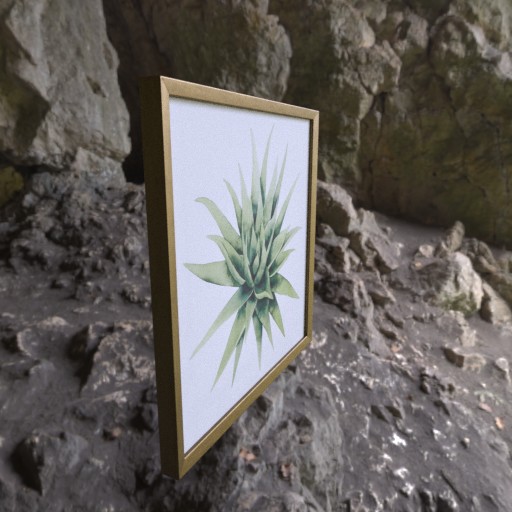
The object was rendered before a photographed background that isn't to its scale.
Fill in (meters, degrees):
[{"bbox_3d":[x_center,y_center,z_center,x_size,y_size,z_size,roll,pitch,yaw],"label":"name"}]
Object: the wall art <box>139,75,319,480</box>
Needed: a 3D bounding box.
[{"bbox_3d":[0.000,0.000,0.755,0.030,0.506,0.503,7,15,27],"label":"wall art"}]
